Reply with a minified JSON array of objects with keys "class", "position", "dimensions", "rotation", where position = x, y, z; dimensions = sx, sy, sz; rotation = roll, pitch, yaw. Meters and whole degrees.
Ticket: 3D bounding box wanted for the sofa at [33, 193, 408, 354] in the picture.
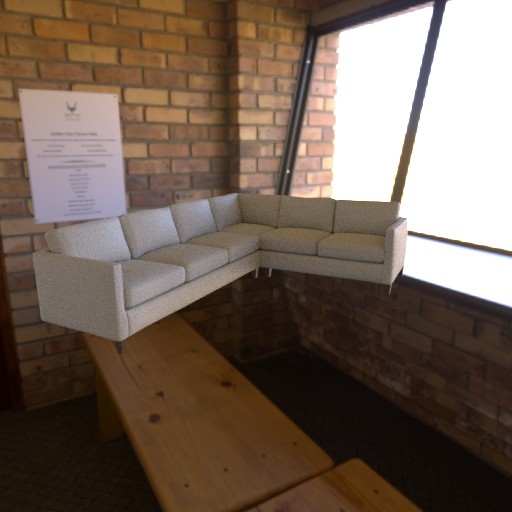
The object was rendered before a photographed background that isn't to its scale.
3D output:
[{"class":"sofa","position":[0.000,0.000,4.561],"dimensions":[2.522,0.934,3.333],"rotation":[7,16,26]}]
